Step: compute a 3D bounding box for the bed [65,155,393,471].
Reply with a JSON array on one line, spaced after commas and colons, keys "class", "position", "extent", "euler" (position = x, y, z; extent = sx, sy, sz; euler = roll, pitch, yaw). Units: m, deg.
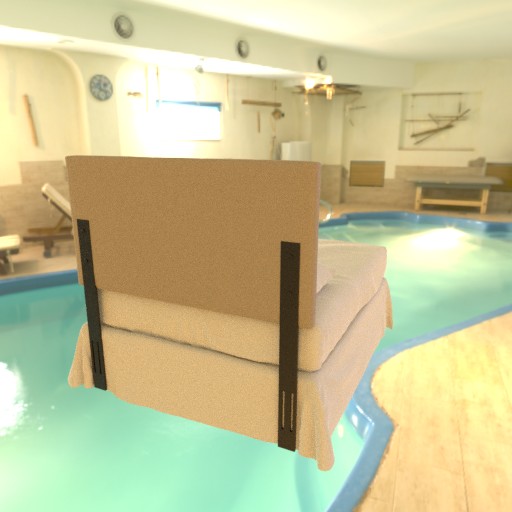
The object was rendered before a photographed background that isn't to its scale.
[{"class": "bed", "position": [0.000, 0.000, 3.453], "extent": [1.936, 1.577, 2.222], "euler": [7, 17, 25]}]
